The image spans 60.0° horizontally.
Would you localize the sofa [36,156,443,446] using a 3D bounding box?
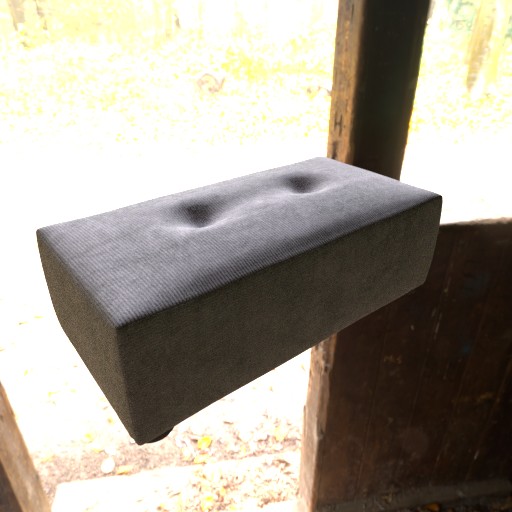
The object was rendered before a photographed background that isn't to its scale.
[{"bbox_3d":[0.000,0.000,1.144,0.930,0.330,0.480,-21,36,-33],"label":"sofa"}]
